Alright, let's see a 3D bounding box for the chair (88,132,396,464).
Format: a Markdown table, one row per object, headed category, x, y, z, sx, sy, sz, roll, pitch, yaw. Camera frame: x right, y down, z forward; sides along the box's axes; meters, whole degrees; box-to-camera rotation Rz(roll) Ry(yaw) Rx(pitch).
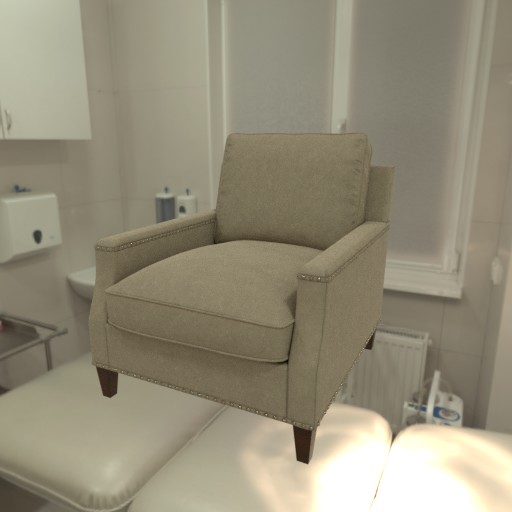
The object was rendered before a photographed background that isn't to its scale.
| category | x | y | z | sx | sy | sz | roll | pitch | yaw |
| --- | --- | --- | --- | --- | --- | --- | --- | --- | --- |
| chair | 0.000 | 0.000 | 1.733 | 0.853 | 0.943 | 1.014 | 7 | 16 | 26 |
